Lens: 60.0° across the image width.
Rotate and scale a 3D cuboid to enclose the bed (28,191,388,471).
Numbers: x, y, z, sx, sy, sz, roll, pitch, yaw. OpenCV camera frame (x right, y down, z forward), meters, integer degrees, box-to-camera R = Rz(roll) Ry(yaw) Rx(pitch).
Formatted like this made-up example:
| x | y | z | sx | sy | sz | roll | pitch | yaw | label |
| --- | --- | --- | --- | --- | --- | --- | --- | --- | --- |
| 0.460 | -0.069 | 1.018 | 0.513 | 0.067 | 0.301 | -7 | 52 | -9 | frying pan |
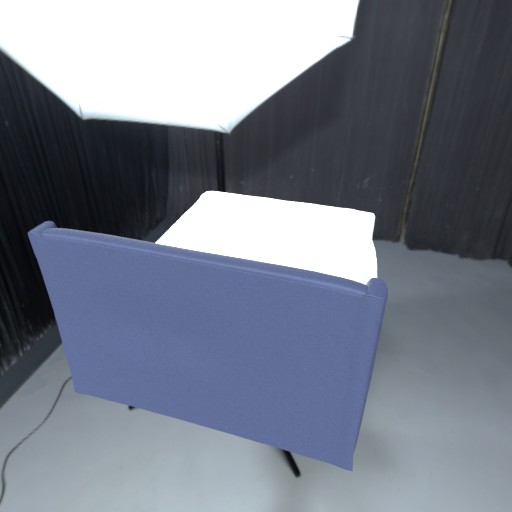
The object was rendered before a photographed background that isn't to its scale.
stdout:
| x | y | z | sx | sy | sz | roll | pitch | yaw | label |
| --- | --- | --- | --- | --- | --- | --- | --- | --- | --- |
| 0.000 | 0.000 | 3.405 | 1.925 | 1.332 | 2.276 | 10 | 34 | 15 | bed |
